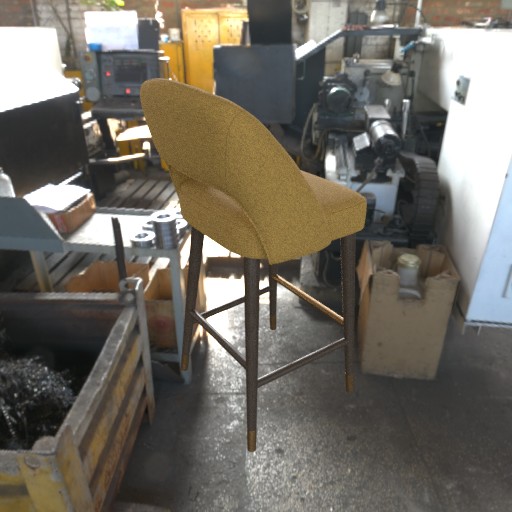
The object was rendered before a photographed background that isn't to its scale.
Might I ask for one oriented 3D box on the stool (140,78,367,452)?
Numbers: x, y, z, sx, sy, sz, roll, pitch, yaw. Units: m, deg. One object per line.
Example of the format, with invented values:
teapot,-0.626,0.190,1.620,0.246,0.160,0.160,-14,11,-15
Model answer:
stool,0.000,0.000,1.350,0.522,1.032,0.536,-19,33,-31
